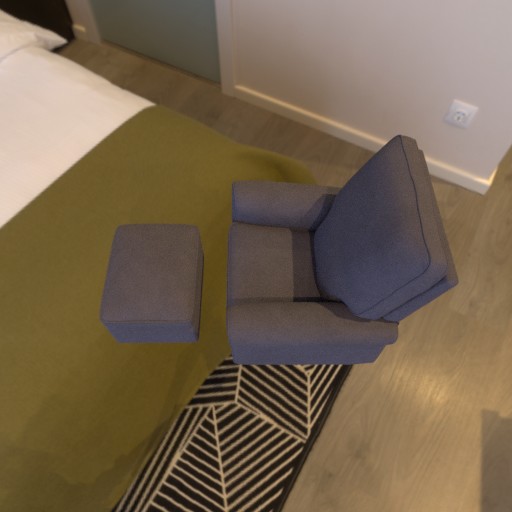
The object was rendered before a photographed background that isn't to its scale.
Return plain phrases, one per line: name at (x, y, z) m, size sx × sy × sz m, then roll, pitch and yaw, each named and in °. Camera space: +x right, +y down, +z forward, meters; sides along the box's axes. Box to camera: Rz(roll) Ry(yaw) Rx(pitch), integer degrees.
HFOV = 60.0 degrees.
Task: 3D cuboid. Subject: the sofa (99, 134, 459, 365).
sofa at (0.000, 0.000, 2.080) m, size 1.478 × 0.959 × 0.880 m, roll 0°, pitch 59°, yaw 0°
